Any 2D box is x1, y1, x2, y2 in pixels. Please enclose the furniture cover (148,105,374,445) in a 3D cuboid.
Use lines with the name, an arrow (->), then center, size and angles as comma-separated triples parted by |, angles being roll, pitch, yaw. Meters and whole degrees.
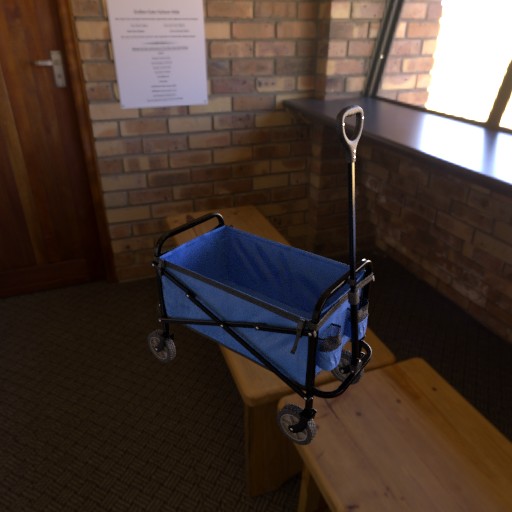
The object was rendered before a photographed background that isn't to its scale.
furniture cover -> 0.000, 0.000, 1.884 | 1.038, 1.295, 0.532 | 20, 34, 33
